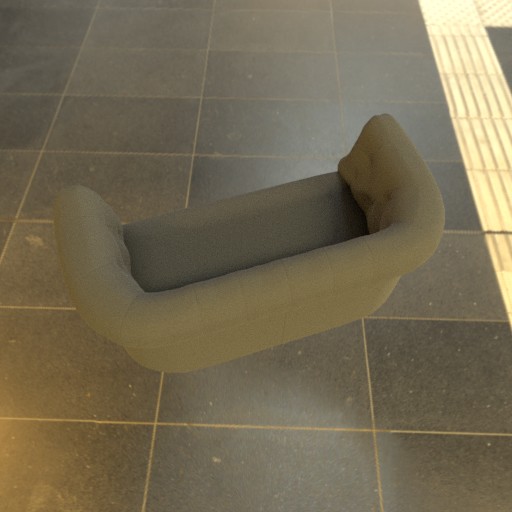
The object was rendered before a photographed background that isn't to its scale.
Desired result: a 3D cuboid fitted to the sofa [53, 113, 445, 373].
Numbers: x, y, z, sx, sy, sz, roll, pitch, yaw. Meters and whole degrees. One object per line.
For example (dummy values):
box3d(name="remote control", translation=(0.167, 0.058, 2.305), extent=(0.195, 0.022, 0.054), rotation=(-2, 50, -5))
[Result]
box3d(name="sofa", translation=(0.000, 0.000, 2.064), extent=(1.558, 0.827, 0.835), rotation=(-15, 60, -9))
